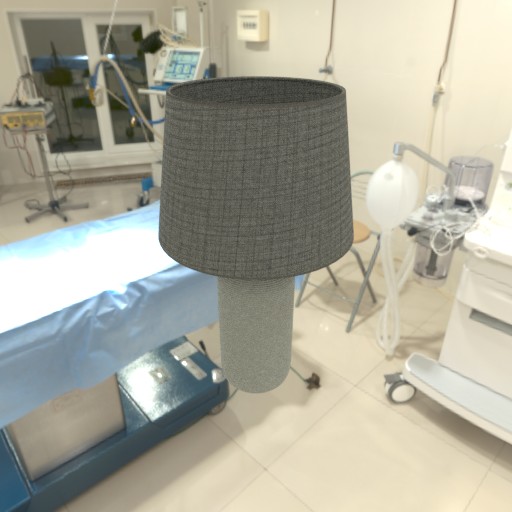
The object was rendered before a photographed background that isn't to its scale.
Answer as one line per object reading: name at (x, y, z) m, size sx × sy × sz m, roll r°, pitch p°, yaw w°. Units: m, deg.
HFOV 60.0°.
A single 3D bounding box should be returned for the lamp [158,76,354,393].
lamp at (0.000, 0.000, 0.599) m, size 0.251 × 0.429 × 0.251 m, roll 0°, pitch 29°, yaw 0°
